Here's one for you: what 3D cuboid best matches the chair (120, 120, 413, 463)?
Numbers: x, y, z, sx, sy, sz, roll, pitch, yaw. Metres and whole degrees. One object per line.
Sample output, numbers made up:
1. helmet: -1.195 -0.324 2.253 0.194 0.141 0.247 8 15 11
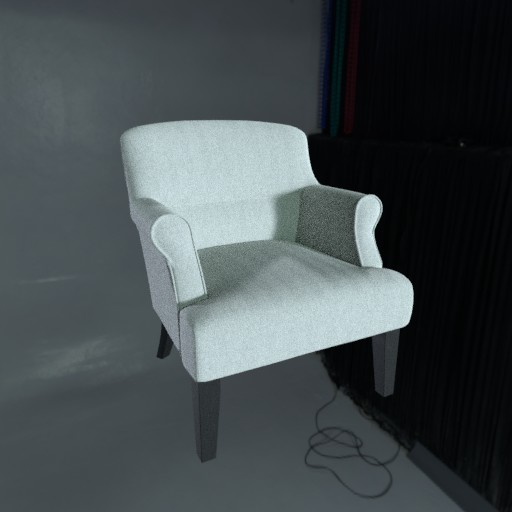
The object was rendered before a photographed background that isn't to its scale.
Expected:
1. chair: 0.000 0.000 1.492 0.781 0.875 0.750 -9 19 -26
